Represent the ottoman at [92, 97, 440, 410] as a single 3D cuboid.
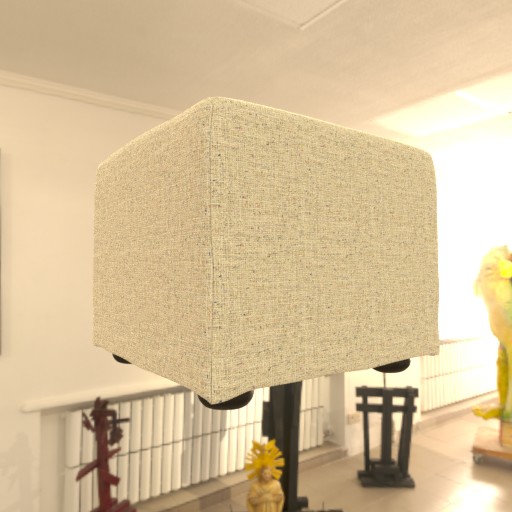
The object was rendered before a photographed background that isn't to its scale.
[{"bbox_3d":[0.000,0.000,0.902,0.521,0.453,0.512,1,-2,-36],"label":"ottoman"}]
